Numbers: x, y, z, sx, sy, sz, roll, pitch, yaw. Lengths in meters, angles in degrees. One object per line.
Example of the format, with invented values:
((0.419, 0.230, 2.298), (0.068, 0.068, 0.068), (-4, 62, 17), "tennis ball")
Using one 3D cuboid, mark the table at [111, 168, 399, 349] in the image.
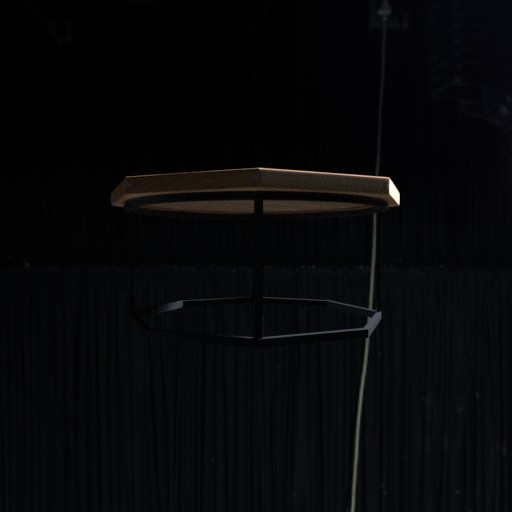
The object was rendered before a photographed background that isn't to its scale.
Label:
((0.000, 0.000, 1.548), (1.002, 0.444, 1.002), (0, 2, 0), "table")
